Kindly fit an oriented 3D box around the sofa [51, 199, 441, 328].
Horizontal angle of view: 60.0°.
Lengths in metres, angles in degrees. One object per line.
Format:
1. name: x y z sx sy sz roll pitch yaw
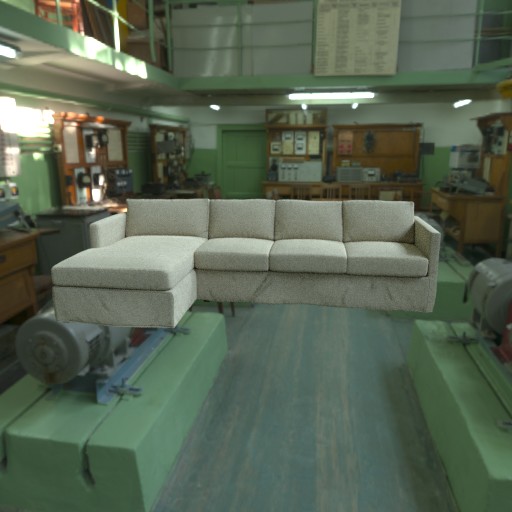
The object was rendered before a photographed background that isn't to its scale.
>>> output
1. sofa: 0.000 0.000 4.113 3.205 0.922 1.650 2 14 7
